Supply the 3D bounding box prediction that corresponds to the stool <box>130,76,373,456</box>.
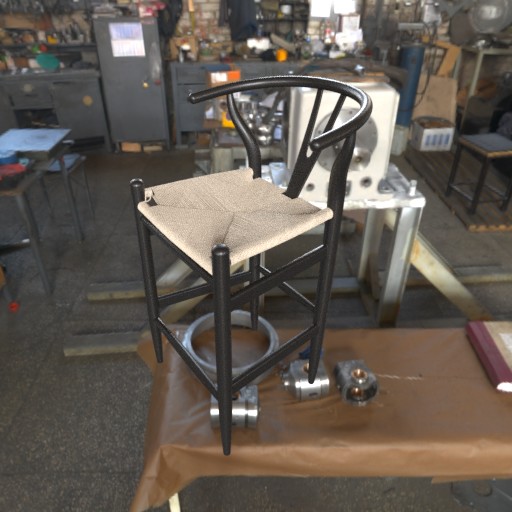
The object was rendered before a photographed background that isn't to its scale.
[{"bbox_3d":[0.000,0.000,1.374,0.579,0.970,0.569,-21,37,-30],"label":"stool"}]
